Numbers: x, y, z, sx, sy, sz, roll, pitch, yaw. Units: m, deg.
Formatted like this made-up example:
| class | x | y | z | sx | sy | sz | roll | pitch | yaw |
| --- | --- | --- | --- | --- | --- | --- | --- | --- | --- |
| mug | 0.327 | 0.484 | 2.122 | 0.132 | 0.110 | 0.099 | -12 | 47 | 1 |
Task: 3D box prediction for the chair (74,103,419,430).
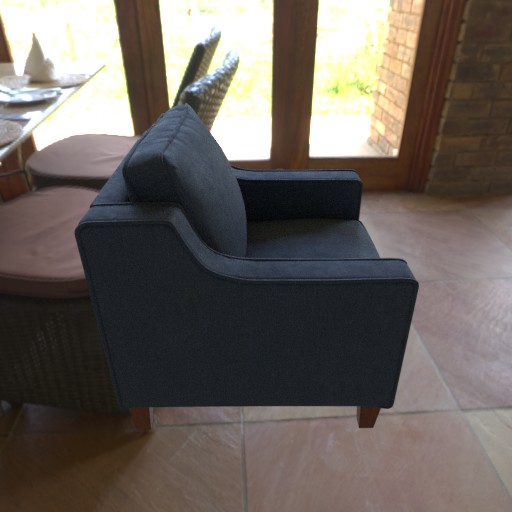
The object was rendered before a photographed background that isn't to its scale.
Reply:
| class | x | y | z | sx | sy | sz | roll | pitch | yaw |
| --- | --- | --- | --- | --- | --- | --- | --- | --- | --- |
| chair | 0.000 | 0.000 | 1.618 | 0.909 | 0.960 | 0.831 | 0 | 32 | 0 |
